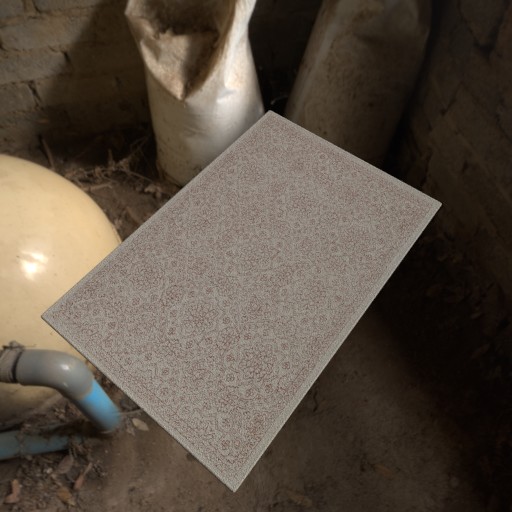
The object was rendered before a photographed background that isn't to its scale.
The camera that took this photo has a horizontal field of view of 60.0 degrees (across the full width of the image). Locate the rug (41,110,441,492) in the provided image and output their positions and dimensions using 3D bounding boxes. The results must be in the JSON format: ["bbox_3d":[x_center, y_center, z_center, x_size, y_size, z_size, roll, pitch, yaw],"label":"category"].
[{"bbox_3d":[0.000,0.000,2.315,1.219,0.010,1.829,34,65,18],"label":"rug"}]
